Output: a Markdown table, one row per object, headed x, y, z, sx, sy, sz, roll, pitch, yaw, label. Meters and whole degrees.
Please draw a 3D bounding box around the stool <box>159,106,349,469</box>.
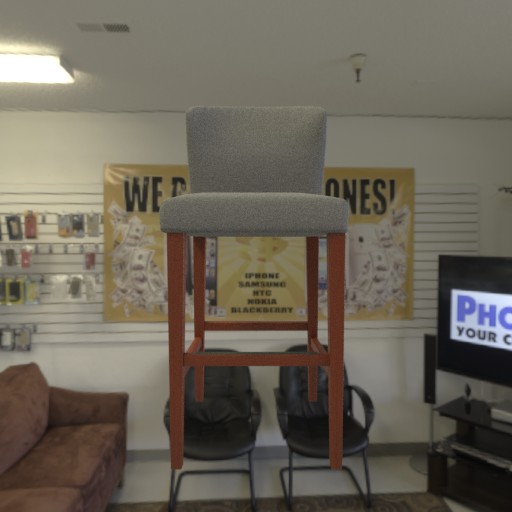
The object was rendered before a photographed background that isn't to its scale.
| x | y | z | sx | sy | sz | roll | pitch | yaw | label |
| --- | --- | --- | --- | --- | --- | --- | --- | --- | --- |
| 0.000 | 0.000 | 1.365 | 0.481 | 1.069 | 0.568 | 0 | 2 | 0 | stool |
